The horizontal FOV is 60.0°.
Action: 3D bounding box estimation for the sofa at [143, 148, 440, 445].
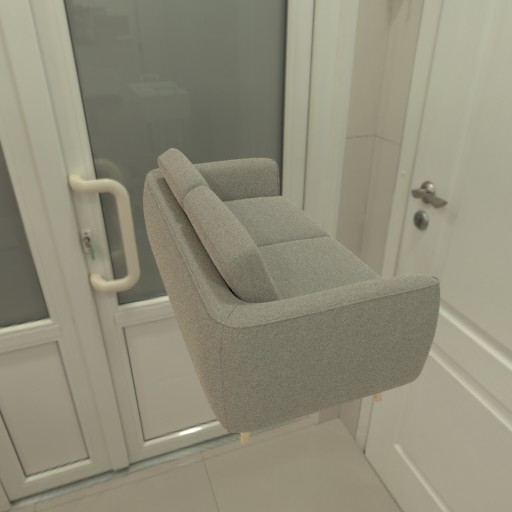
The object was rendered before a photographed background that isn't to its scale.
[{"bbox_3d":[0.000,0.000,2.226,0.920,0.850,1.700,-10,31,-18],"label":"sofa"}]
